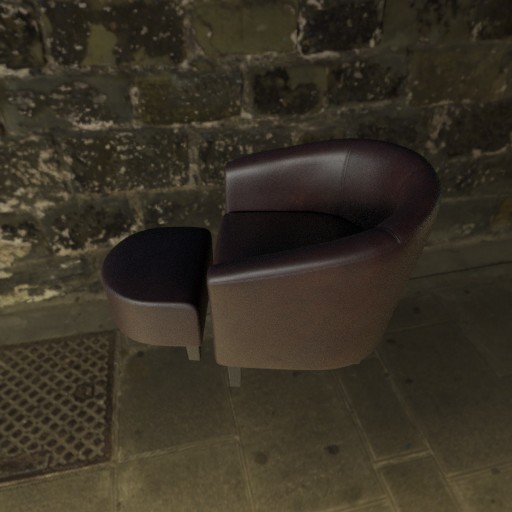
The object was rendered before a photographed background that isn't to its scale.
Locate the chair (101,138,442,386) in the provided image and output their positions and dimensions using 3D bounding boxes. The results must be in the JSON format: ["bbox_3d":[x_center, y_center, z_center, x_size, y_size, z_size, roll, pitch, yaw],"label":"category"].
[{"bbox_3d":[0.000,0.000,1.671,1.176,0.755,0.737,1,40,1],"label":"chair"}]
